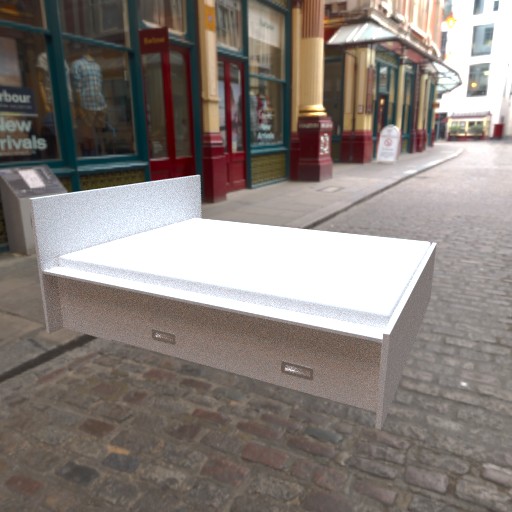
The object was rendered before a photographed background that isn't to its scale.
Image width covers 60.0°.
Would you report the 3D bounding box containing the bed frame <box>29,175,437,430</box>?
[{"bbox_3d":[0.000,0.000,2.792,1.960,0.800,1.622,8,17,26],"label":"bed frame"}]
